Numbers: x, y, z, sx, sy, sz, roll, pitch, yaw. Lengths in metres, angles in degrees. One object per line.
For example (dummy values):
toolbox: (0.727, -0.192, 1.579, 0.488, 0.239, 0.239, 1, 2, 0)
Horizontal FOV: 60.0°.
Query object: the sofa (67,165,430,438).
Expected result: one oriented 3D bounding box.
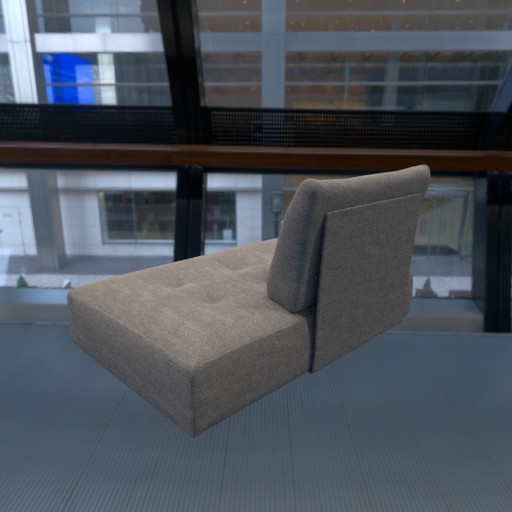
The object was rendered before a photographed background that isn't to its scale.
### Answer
sofa: (0.000, 0.000, 2.079, 1.450, 0.820, 1.002, -15, 21, -42)
